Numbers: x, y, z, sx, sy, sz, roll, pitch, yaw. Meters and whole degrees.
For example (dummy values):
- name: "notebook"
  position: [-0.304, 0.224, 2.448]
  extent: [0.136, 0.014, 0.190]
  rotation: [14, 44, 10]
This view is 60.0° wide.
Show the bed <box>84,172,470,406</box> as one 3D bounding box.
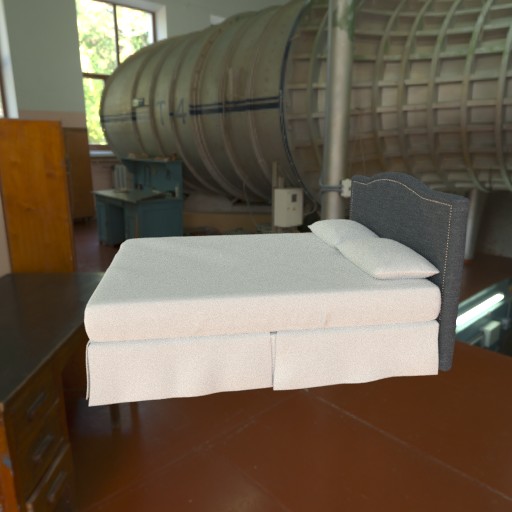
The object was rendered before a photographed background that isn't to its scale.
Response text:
- name: "bed"
  position: [0.000, 0.000, 3.994]
  extent: [2.689, 1.457, 2.161]
  rotation: [-2, 15, -8]
